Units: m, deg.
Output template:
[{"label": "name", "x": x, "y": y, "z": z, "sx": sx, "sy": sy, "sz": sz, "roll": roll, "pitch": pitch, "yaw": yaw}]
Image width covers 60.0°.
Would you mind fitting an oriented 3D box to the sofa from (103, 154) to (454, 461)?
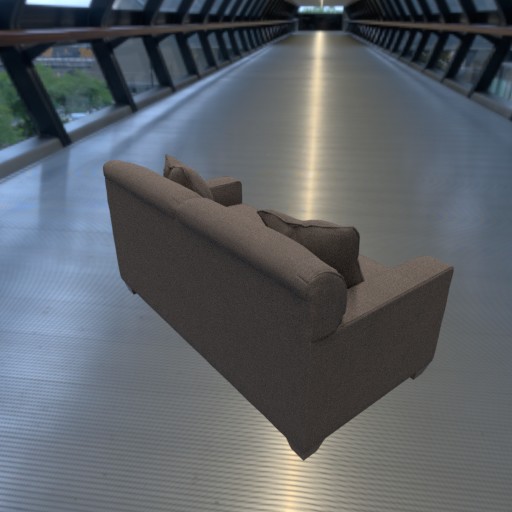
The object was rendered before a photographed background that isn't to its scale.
[{"label": "sofa", "x": 0.000, "y": 0.000, "z": 2.522, "sx": 1.000, "sy": 0.958, "sz": 1.846, "roll": -20, "pitch": 33, "yaw": -34}]
